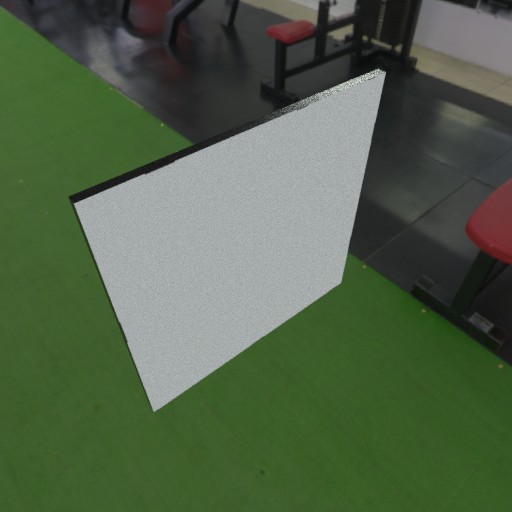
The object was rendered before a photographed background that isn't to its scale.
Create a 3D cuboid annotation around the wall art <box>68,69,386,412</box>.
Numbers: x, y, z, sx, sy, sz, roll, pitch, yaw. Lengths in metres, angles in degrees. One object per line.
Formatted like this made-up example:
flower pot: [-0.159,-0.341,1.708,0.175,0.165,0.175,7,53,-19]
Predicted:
wall art: [0.000,0.000,0.673,0.446,0.445,0.014,-30,53,-26]
